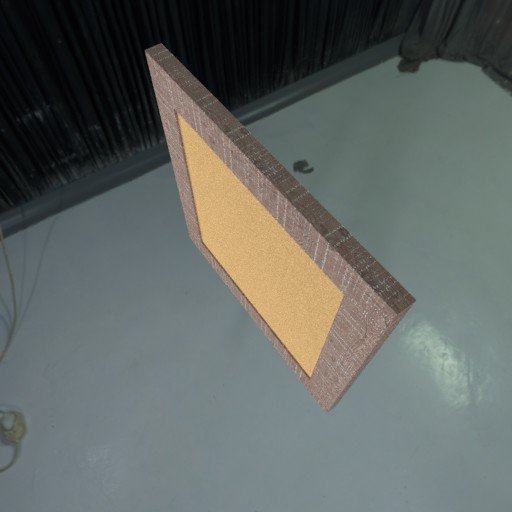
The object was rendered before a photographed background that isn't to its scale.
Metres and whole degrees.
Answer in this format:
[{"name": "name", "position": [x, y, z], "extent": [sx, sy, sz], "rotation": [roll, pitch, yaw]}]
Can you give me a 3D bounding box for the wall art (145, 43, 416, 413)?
[{"name": "wall art", "position": [0.000, 0.000, 0.797], "extent": [0.029, 0.531, 0.531], "rotation": [-32, 65, -17]}]
